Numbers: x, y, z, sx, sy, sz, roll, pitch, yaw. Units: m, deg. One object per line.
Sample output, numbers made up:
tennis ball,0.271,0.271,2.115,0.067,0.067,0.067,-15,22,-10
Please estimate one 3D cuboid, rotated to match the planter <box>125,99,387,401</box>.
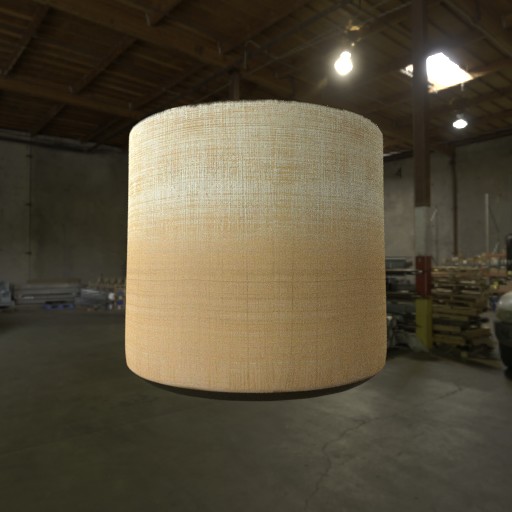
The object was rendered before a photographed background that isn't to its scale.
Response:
planter,0.000,0.000,0.392,0.221,0.201,0.221,0,-1,0
